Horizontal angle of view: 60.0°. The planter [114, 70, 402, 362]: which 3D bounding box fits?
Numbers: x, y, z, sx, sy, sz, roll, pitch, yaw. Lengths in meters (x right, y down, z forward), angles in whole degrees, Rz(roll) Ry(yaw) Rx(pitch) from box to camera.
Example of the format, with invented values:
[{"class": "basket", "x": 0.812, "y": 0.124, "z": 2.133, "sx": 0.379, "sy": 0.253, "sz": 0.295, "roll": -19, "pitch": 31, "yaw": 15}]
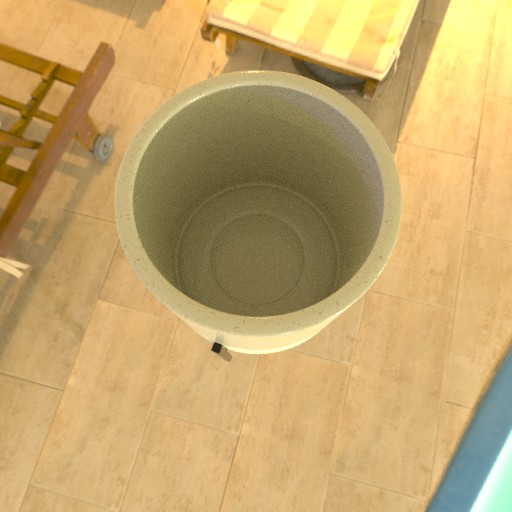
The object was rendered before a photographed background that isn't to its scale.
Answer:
[{"class": "planter", "x": 0.000, "y": 0.000, "z": 0.343, "sx": 0.152, "sy": 0.230, "sz": 0.159, "roll": 20, "pitch": 75, "yaw": 6}]
